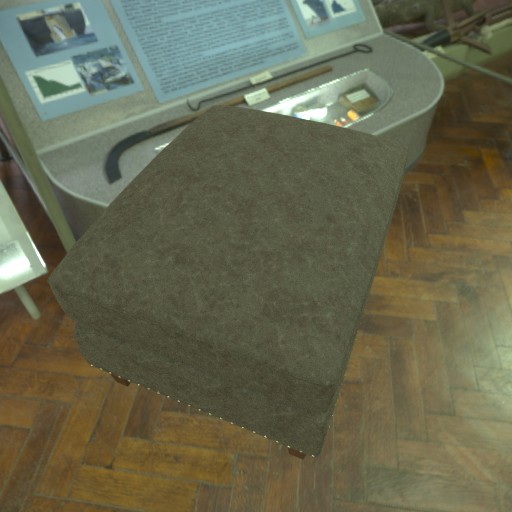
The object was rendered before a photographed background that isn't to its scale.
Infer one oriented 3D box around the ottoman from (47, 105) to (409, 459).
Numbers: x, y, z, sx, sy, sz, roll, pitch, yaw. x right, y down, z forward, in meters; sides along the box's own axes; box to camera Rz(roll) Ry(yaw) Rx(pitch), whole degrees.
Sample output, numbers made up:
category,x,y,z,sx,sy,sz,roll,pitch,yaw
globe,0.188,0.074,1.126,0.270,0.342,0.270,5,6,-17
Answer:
category,x,y,z,sx,sy,sz,roll,pitch,yaw
ottoman,0.000,0.000,1.118,0.584,0.513,0.741,17,49,15
